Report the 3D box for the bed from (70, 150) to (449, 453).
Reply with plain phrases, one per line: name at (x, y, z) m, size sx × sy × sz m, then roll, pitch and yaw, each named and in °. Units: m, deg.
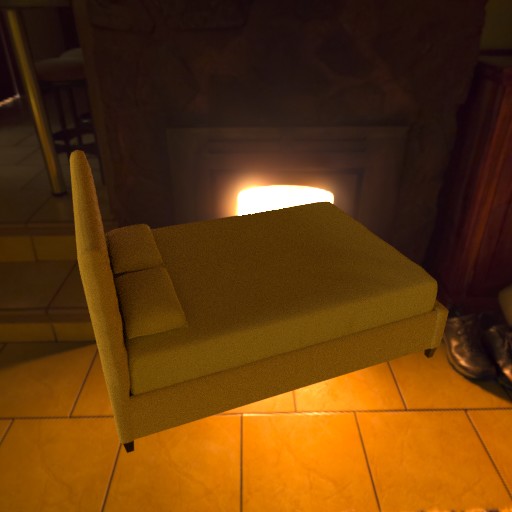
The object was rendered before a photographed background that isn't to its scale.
bed at (0.000, 0.000, 3.386) m, size 2.387 × 1.427 × 1.698 m, roll -11°, pitch 32°, yaw -18°
